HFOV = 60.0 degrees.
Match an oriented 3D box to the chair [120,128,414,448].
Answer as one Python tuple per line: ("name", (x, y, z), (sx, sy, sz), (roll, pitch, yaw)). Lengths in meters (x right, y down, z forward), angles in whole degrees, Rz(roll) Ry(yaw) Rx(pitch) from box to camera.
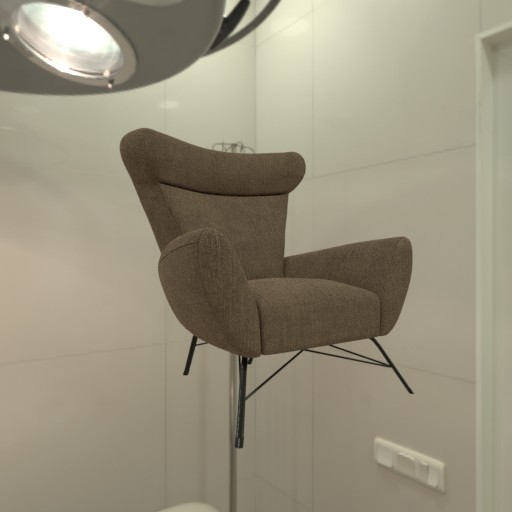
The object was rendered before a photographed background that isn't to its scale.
("chair", (0.000, 0.000, 1.789), (0.980, 1.040, 0.900), (0, 0, -37))
